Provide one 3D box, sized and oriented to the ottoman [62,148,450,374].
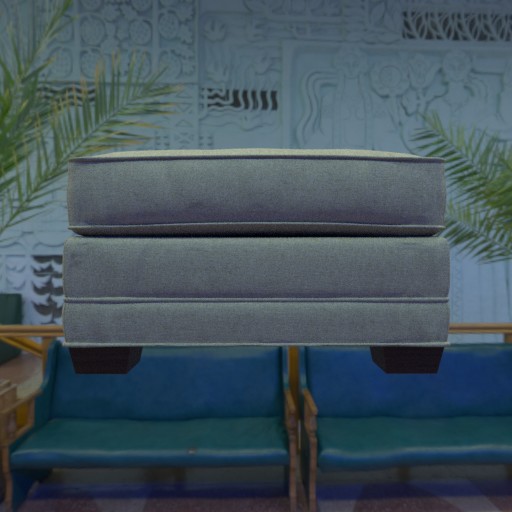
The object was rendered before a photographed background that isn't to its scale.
[{"bbox_3d":[0.000,0.000,1.223,0.848,0.508,0.611,0,0,0],"label":"ottoman"}]
